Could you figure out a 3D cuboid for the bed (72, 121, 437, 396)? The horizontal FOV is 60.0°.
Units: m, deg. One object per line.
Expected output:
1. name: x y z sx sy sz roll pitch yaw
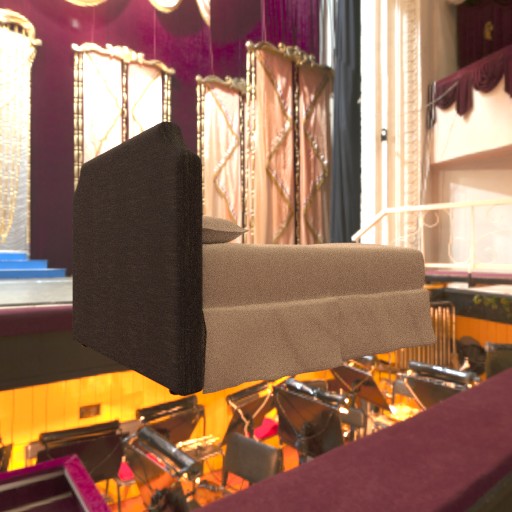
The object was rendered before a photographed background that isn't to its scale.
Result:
1. bed: 0.000 0.000 3.222 2.116 1.290 1.693 0 0 -38
